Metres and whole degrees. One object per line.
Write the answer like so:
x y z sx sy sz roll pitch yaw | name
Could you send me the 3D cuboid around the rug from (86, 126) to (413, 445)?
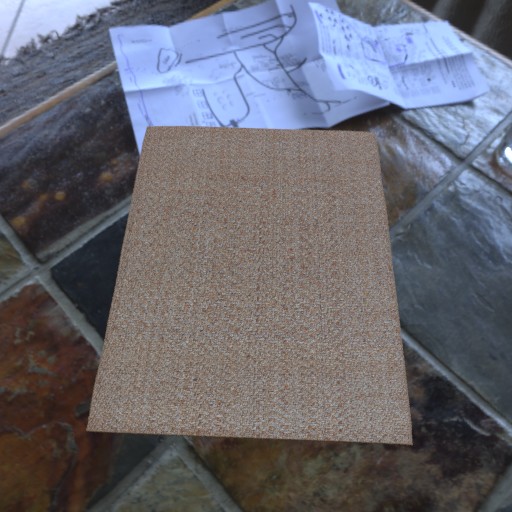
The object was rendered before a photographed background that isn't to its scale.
0.000 0.000 3.972 2.439 0.013 3.048 2 62 1 | rug
